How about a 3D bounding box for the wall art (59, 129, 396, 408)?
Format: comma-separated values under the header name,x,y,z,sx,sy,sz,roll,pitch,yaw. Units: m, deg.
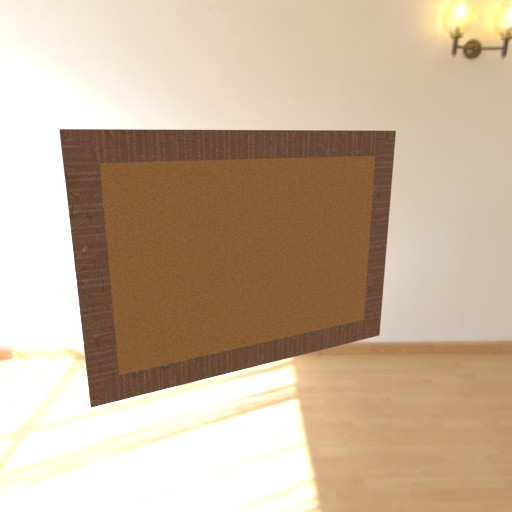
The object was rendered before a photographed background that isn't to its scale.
name,x,y,z,sx,sy,sz,roll,pitch,yaw
wall art,0.000,0.000,1.392,1.056,0.761,0.020,-7,17,-25
